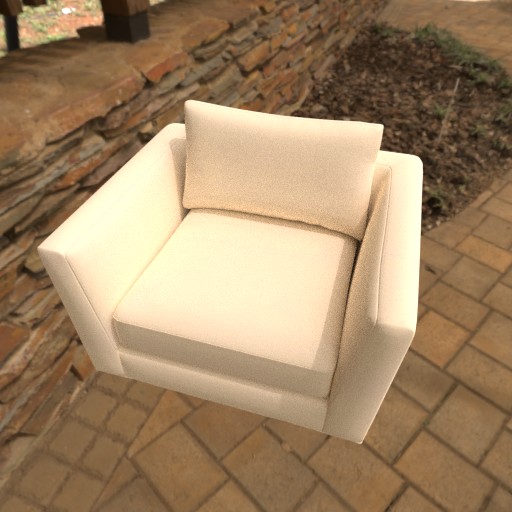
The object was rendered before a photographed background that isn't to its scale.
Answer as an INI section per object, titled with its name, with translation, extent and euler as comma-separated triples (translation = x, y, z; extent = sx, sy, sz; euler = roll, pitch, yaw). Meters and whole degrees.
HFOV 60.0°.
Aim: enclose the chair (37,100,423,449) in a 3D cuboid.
[chair]
translation = 0.000, 0.000, 1.603
extent = 1.041, 0.865, 0.889
euler = 11, 42, 13
